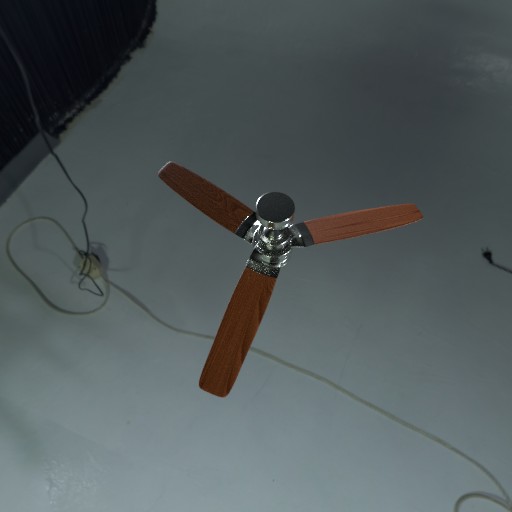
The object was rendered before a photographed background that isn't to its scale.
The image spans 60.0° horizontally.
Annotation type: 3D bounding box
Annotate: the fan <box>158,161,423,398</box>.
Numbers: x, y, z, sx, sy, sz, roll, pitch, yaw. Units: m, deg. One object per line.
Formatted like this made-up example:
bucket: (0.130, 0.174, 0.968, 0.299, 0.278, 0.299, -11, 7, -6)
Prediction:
fan: (0.000, 0.000, 2.063, 1.416, 0.410, 1.271, 18, 61, 10)
